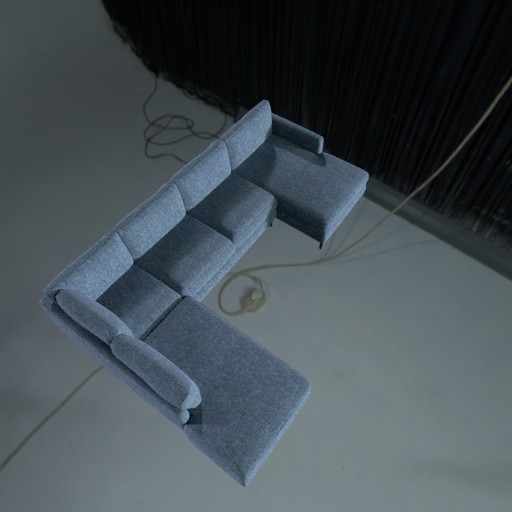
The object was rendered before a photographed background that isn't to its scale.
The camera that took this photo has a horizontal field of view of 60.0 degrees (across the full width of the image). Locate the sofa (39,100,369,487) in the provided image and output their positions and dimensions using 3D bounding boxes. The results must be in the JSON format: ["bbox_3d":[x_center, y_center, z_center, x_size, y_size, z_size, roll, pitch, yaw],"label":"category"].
[{"bbox_3d":[0.000,0.000,3.581,1.879,0.756,2.737,32,61,20],"label":"sofa"}]
